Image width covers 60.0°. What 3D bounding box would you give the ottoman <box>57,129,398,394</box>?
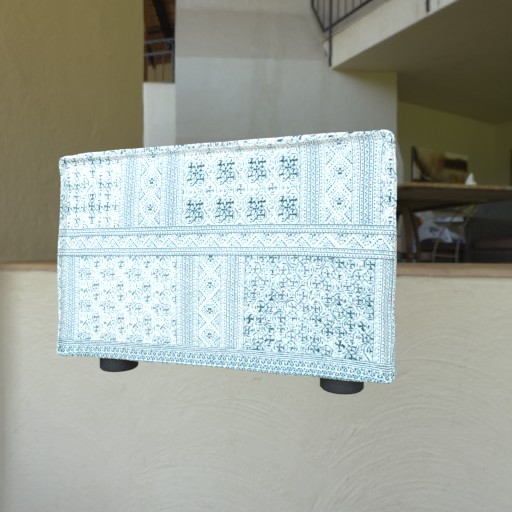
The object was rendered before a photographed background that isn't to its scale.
[{"bbox_3d":[0.000,0.000,1.029,0.626,0.439,0.617,0,1,18],"label":"ottoman"}]
